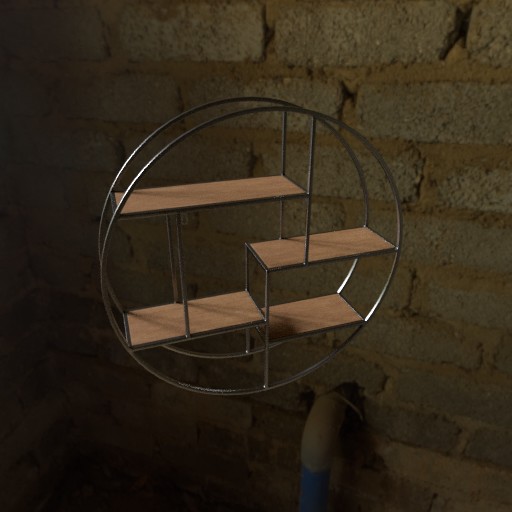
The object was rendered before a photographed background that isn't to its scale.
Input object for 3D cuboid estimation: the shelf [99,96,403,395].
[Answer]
[{"bbox_3d":[0.000,0.000,1.335,0.888,0.888,0.202,-9,28,-17],"label":"shelf"}]
